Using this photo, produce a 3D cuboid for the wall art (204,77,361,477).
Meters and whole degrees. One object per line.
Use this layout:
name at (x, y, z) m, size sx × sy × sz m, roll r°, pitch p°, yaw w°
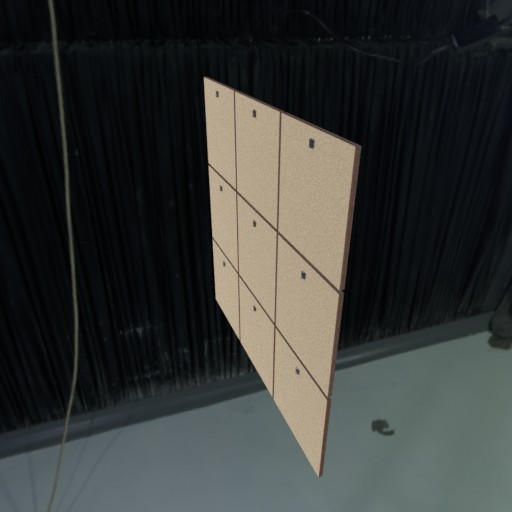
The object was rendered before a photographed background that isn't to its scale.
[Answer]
wall art at (0.000, 0.000, 1.343) m, size 0.018 × 0.904 × 0.906 m, roll -11°, pitch 31°, yaw -19°
